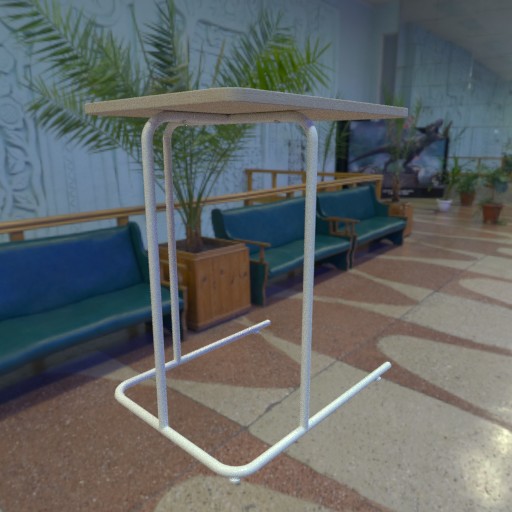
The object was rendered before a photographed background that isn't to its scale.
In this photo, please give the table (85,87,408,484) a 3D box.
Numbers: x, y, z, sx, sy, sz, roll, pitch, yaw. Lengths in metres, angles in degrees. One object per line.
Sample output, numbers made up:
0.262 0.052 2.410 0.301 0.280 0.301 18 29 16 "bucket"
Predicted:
0.000 0.000 0.860 0.370 0.550 0.480 13 19 41 "table"
